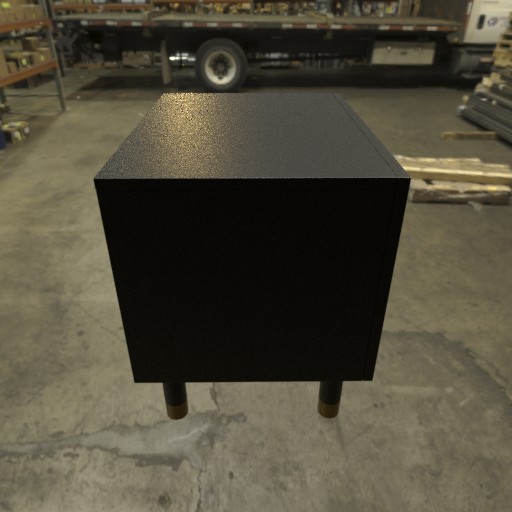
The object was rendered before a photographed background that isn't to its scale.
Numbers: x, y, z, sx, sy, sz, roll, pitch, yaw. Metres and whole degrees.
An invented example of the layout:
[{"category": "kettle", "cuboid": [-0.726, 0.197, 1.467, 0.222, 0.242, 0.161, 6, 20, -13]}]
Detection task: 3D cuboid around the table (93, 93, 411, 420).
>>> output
[{"category": "table", "cuboid": [0.000, 0.000, 0.985, 0.441, 0.584, 0.564, 0, 31, -1]}]
